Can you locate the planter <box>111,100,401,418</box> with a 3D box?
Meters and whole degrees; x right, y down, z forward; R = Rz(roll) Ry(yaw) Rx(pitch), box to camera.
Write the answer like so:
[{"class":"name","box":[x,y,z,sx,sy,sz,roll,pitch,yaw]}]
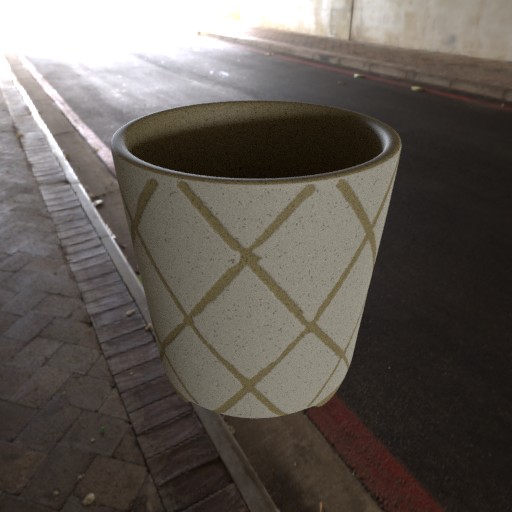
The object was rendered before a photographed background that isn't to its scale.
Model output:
[{"class":"planter","box":[0.000,0.000,0.352,0.191,0.199,0.191,0,31,0]}]
